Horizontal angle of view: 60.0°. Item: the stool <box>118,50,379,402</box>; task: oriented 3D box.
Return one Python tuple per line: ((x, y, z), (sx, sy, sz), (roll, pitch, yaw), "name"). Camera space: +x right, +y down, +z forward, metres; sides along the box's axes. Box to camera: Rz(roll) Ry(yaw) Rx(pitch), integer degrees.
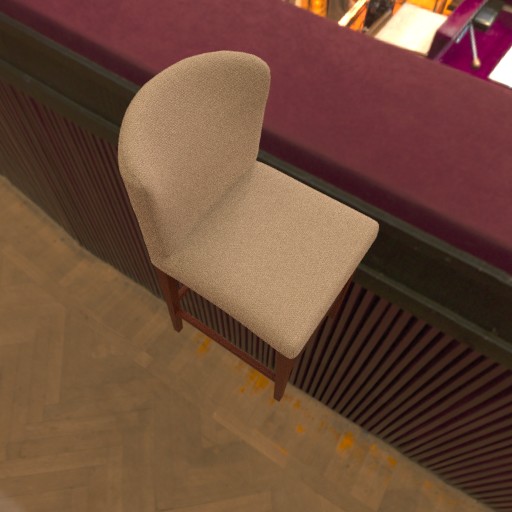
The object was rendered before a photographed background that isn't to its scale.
((0.000, 0.000, 1.374), (0.568, 1.069, 0.481), (31, 64, 17), "stool")
